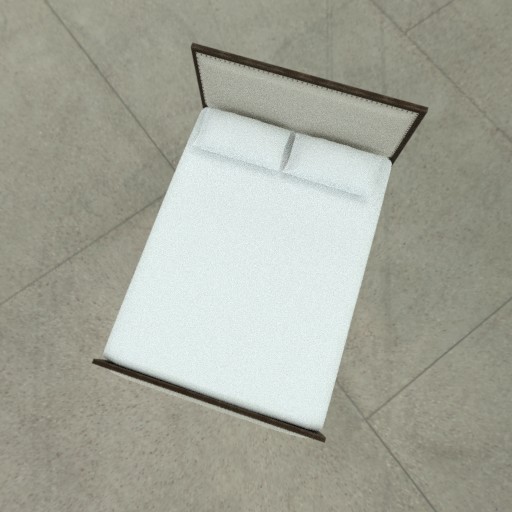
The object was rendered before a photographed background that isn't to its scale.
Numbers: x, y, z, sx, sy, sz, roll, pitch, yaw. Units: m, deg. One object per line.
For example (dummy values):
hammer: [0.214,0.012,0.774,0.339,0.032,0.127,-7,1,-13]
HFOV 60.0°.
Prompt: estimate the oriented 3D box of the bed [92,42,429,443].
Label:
bed: [0.000,0.000,3.263,1.607,1.313,2.221,17,76,4]
